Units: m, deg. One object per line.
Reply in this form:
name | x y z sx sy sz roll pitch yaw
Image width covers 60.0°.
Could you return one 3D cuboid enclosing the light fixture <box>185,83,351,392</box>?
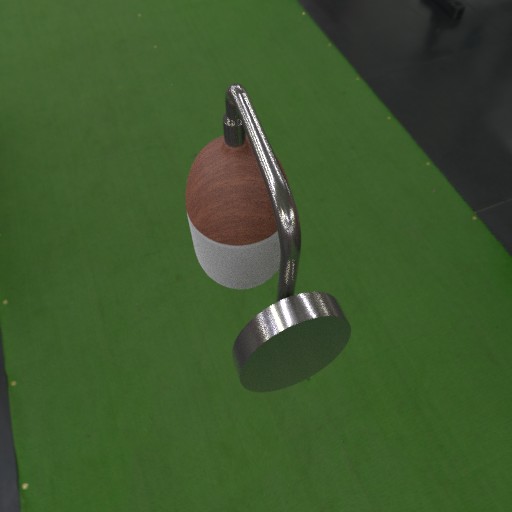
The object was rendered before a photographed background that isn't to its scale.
light fixture | 0.000 0.000 0.446 0.108 0.343 0.216 -17 59 -10
